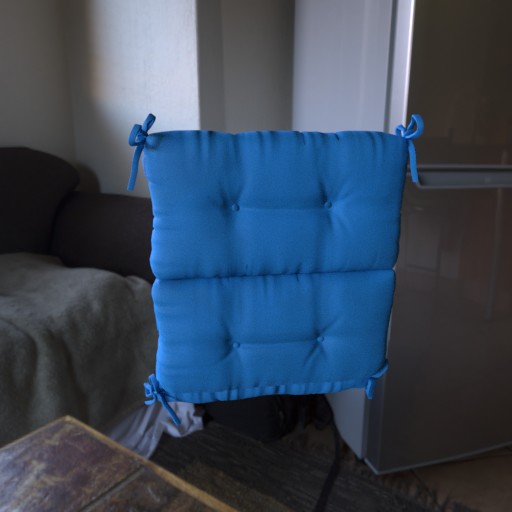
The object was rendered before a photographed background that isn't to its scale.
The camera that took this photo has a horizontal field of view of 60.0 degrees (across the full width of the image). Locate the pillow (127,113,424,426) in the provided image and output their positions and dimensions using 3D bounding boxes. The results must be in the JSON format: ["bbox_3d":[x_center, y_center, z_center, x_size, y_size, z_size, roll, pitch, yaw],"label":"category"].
[{"bbox_3d":[0.000,0.000,1.030,0.519,0.605,0.571,-2,15,-9],"label":"pillow"}]
